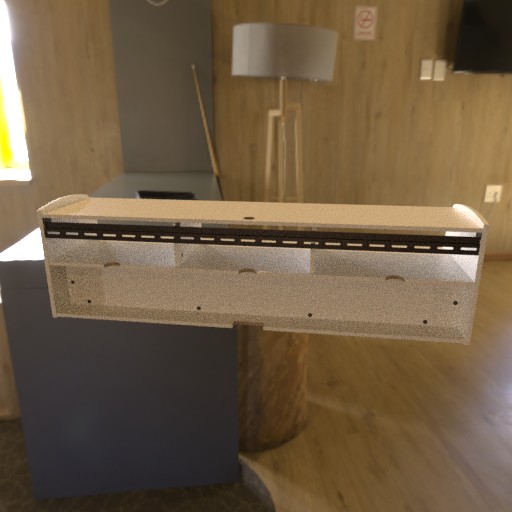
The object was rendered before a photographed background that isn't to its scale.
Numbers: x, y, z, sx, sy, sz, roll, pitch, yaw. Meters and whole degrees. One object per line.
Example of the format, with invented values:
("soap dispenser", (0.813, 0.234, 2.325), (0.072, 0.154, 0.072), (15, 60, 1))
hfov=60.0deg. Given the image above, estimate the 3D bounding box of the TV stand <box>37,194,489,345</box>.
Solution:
("TV stand", (0.000, 0.000, 1.676), (1.473, 0.424, 0.397), (2, 18, 8))
